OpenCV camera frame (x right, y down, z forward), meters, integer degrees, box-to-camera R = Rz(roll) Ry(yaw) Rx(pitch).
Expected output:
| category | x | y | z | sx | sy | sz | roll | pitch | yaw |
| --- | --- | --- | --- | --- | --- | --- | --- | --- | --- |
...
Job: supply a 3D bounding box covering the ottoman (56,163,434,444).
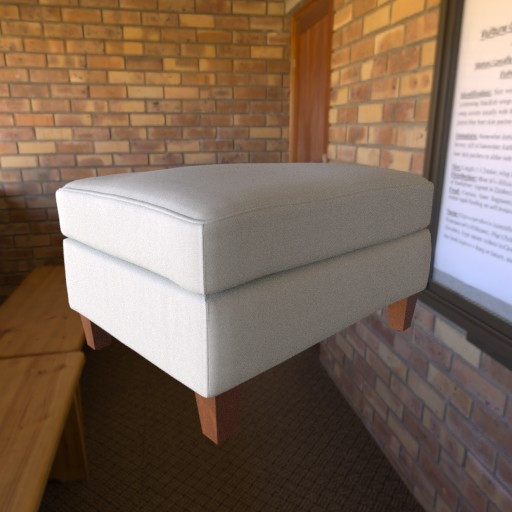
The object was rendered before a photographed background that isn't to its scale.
| category | x | y | z | sx | sy | sz | roll | pitch | yaw |
| --- | --- | --- | --- | --- | --- | --- | --- | --- | --- |
| ottoman | 0.000 | 0.000 | 1.201 | 0.818 | 0.496 | 0.634 | -15 | 22 | -42 |
